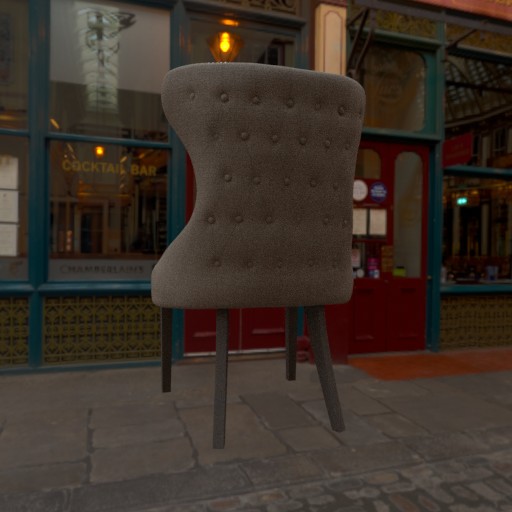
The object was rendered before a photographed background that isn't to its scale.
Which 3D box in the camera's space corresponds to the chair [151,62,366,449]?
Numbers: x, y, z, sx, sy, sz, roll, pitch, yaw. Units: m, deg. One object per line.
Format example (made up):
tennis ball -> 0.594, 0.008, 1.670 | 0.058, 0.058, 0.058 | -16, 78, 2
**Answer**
chair -> 0.000, 0.000, 1.388 | 0.628, 0.967, 0.635 | 0, 0, -18
